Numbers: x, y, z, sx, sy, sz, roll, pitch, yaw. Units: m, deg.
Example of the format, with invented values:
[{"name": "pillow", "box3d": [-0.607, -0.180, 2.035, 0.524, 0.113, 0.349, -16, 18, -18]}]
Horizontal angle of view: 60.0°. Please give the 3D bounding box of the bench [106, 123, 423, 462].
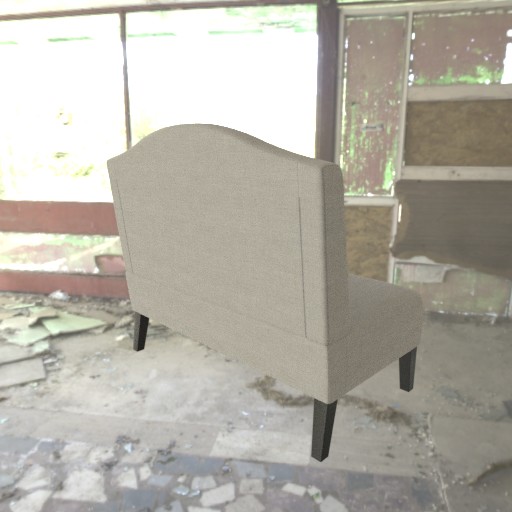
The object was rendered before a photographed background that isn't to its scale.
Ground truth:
[{"name": "bench", "box3d": [0.000, 0.000, 2.101, 0.815, 1.180, 1.335, -13, 19, -43]}]
